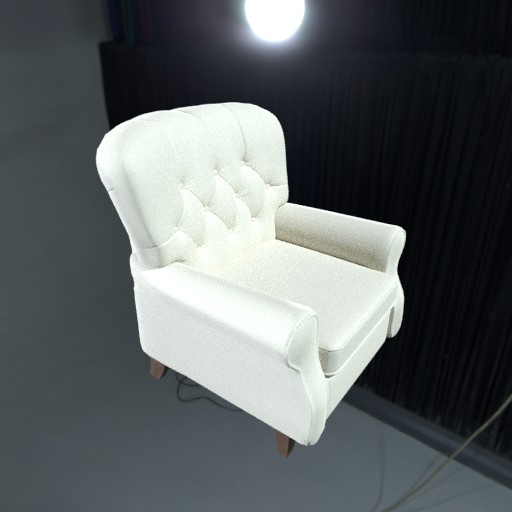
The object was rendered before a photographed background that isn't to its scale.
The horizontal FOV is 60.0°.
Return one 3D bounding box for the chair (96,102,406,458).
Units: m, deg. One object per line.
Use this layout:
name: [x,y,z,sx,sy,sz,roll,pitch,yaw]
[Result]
chair: [0.000,0.000,1.956,1.132,1.169,1.035,19,33,32]
